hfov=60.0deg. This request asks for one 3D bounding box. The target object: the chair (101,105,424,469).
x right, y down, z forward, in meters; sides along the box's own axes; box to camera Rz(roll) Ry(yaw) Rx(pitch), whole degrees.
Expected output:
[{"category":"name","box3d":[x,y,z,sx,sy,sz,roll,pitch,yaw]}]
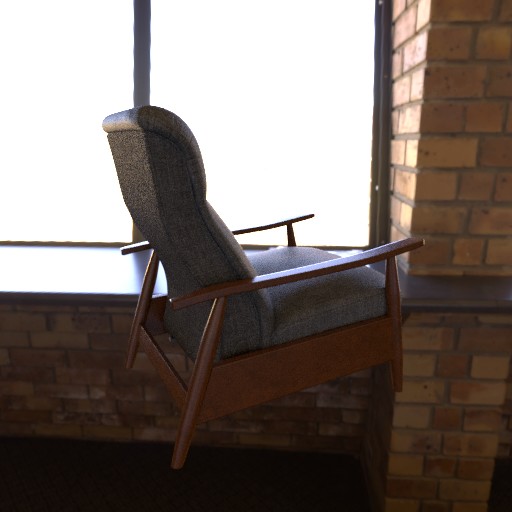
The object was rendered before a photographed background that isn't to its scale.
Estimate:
[{"category":"chair","box3d":[0.000,0.000,1.762,1.030,1.082,0.762,-8,16,-27]}]
